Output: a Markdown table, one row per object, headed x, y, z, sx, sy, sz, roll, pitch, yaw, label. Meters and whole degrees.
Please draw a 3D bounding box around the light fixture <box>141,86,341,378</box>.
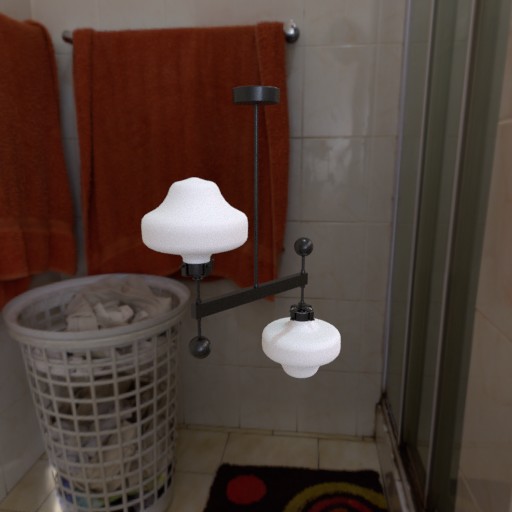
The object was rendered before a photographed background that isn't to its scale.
| x | y | z | sx | sy | sz | roll | pitch | yaw | label |
| --- | --- | --- | --- | --- | --- | --- | --- | --- | --- |
| 0.000 | 0.000 | 1.046 | 0.422 | 0.743 | 0.489 | 2 | 14 | 9 | light fixture |
